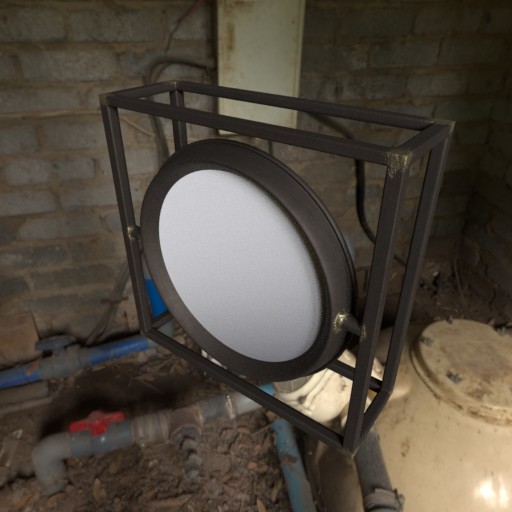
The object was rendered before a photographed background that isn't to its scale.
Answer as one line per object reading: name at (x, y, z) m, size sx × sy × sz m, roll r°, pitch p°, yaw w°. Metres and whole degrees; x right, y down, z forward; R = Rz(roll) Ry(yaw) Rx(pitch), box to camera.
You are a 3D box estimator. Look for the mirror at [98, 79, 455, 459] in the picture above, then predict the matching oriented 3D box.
mirror at (0.000, 0.000, 0.463) m, size 0.306 × 0.303 × 0.107 m, roll 21°, pitch 37°, yaw 31°
